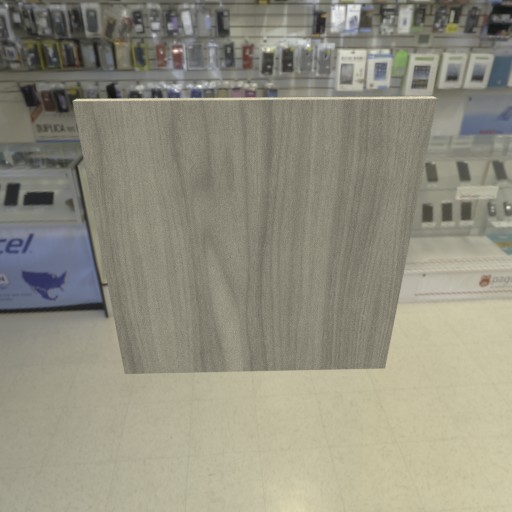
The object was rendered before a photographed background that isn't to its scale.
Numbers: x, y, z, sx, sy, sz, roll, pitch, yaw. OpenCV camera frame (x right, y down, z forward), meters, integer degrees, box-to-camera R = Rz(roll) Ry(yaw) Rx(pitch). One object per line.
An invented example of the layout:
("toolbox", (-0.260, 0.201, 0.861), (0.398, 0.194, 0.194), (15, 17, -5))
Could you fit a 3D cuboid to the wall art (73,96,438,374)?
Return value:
("wall art", (0.000, 0.000, 0.746), (0.508, 0.507, 0.016), (-1, 30, -2))
